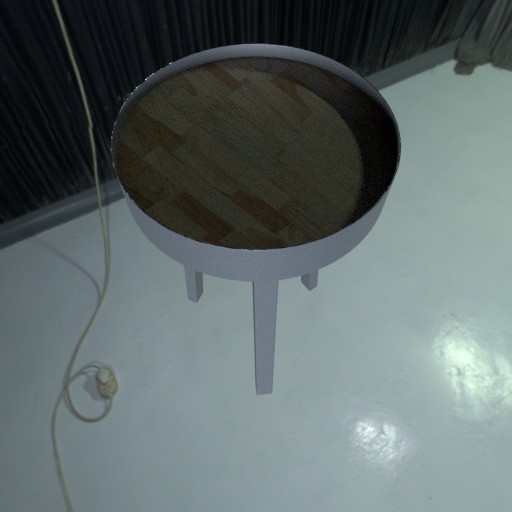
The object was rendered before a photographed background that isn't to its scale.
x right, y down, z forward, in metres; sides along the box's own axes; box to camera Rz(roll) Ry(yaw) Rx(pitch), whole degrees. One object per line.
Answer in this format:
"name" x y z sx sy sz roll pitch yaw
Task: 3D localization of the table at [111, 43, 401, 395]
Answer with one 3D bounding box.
"table" 0.000 0.000 0.921 0.406 0.686 0.406 -31 63 -18
